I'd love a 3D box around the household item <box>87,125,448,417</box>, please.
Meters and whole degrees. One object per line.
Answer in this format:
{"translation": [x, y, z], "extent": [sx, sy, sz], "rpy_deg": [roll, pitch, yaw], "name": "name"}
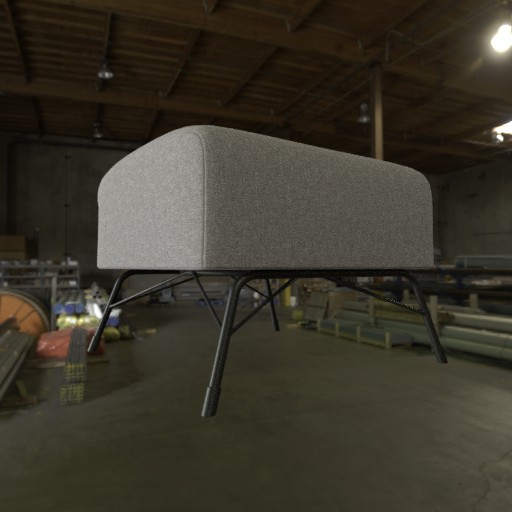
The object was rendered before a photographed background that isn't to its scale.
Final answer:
{"translation": [0.000, 0.000, 0.911], "extent": [0.530, 0.410, 0.530], "rpy_deg": [1, -2, -36], "name": "household item"}
